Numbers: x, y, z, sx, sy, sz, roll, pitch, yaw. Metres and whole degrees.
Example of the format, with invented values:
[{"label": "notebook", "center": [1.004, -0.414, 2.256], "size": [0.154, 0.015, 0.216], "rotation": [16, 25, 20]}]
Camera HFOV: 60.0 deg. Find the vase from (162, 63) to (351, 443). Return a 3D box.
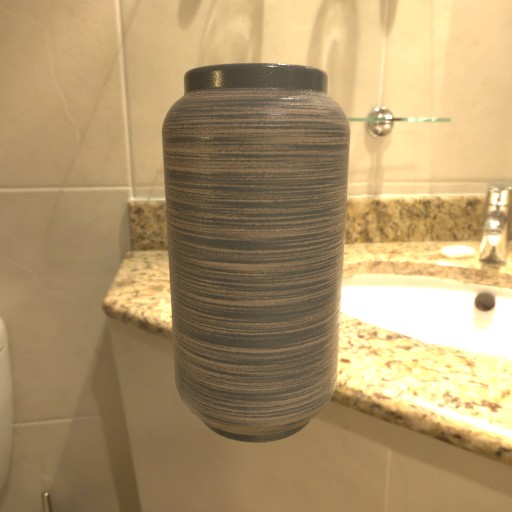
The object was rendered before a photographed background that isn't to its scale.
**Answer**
[{"label": "vase", "center": [0.000, 0.000, 0.299], "size": [0.116, 0.230, 0.116], "rotation": [0, 15, 0]}]
